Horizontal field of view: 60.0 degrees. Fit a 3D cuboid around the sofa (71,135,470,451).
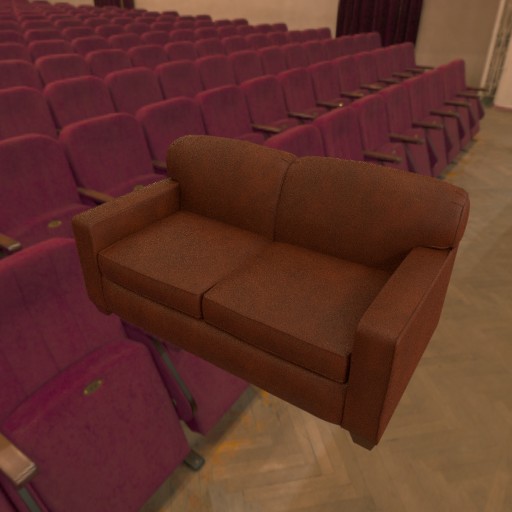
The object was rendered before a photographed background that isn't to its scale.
[{"bbox_3d":[0.000,0.000,2.393,1.856,0.966,1.000,19,35,29],"label":"sofa"}]
